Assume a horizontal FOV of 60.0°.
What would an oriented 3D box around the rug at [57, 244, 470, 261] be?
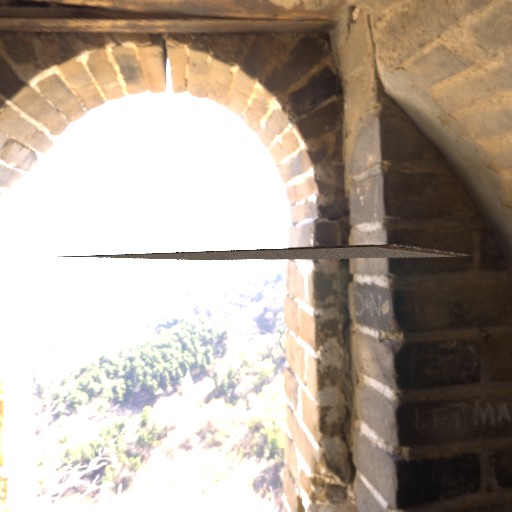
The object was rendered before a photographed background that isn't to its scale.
[{"bbox_3d":[0.000,0.000,2.521,2.029,0.010,1.237,-1,-2,36],"label":"rug"}]
